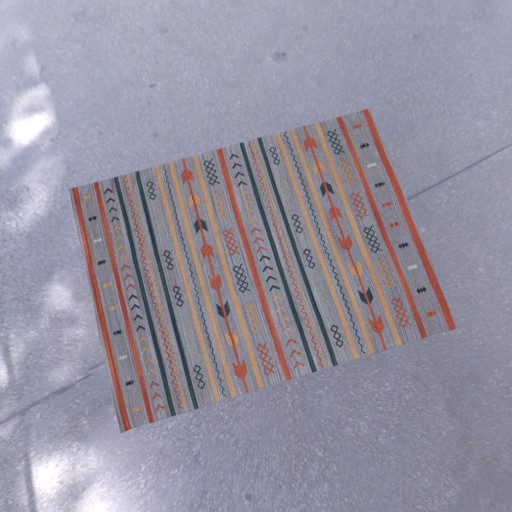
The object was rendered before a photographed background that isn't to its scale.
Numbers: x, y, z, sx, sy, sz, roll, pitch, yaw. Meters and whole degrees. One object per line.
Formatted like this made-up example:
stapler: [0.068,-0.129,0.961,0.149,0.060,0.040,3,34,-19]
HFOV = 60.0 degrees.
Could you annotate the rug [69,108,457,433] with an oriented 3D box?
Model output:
rug: [0.000,0.000,4.036,3.029,0.022,2.263,-16,77,-4]
